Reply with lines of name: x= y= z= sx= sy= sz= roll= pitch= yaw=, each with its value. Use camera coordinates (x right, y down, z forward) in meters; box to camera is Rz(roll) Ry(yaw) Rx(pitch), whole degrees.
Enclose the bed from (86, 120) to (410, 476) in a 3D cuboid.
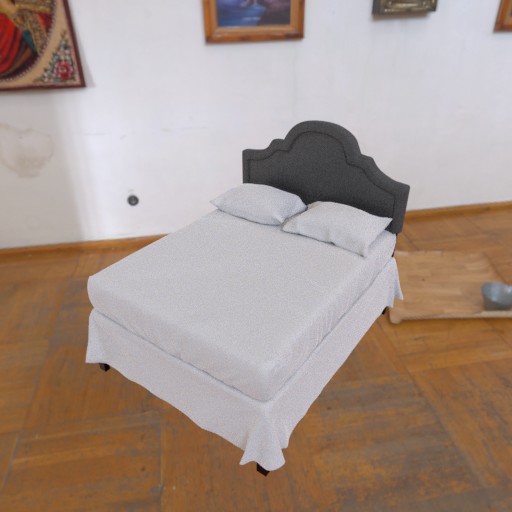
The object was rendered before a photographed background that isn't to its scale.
bed: x=0.000 y=0.000 z=3.366 sx=1.780 sy=1.634 sz=2.222 roll=20 pitch=36 yaw=30
